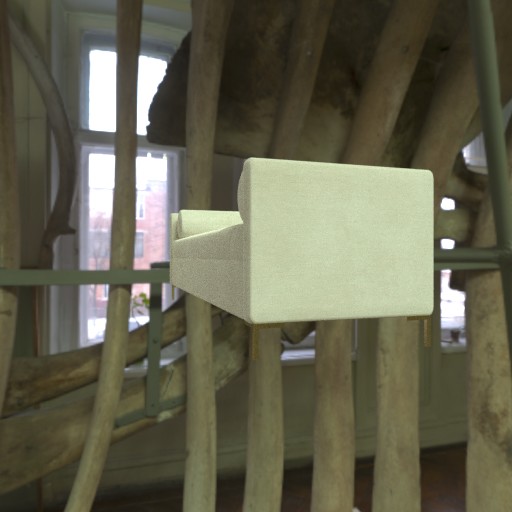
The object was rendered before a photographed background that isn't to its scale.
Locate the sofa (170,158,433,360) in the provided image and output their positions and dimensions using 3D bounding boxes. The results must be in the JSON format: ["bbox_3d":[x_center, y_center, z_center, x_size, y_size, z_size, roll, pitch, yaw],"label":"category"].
[{"bbox_3d":[0.000,0.000,2.392,0.686,0.635,1.981,0,0,-18],"label":"sofa"}]
